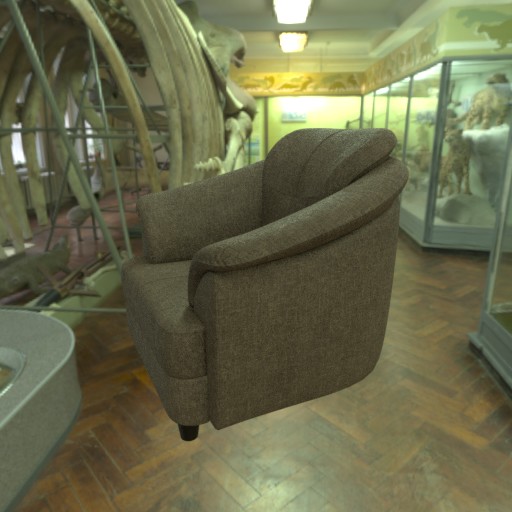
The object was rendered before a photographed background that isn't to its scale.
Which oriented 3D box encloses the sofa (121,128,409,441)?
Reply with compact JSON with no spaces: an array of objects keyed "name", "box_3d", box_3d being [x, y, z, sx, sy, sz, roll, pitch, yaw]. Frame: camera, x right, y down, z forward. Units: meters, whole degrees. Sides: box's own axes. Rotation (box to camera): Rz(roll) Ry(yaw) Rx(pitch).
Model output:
[{"name":"sofa","box_3d":[0.000,0.000,1.462,0.794,0.811,0.870,-8,18,-25]}]
